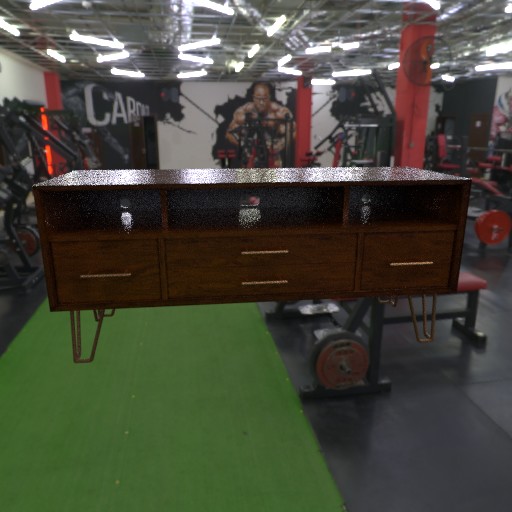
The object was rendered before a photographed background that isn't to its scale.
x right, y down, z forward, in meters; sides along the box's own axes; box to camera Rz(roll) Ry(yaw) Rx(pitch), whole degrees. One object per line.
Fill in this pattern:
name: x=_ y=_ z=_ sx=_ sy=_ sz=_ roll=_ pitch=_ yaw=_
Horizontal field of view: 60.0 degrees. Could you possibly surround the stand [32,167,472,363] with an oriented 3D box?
stand: x=0.000 y=0.000 z=1.678 sx=1.372 sy=0.610 sz=0.481 roll=-2 pitch=16 yaw=-7
